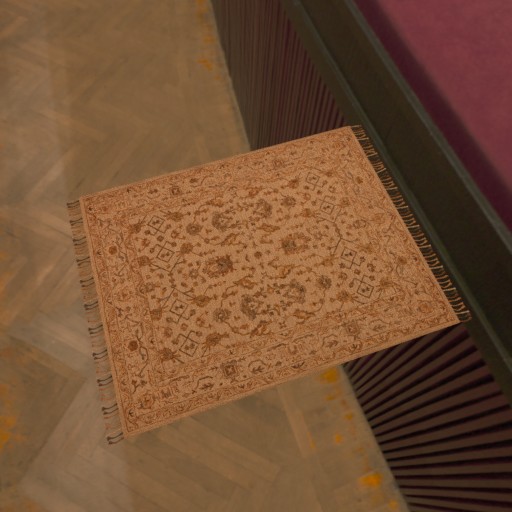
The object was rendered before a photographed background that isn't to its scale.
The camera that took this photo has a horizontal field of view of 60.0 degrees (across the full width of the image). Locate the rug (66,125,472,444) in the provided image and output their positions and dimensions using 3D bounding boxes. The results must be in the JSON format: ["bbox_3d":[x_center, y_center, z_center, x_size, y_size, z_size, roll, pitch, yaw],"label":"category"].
[{"bbox_3d":[0.000,0.000,2.230,1.726,0.009,1.278,-17,65,-8],"label":"rug"}]
